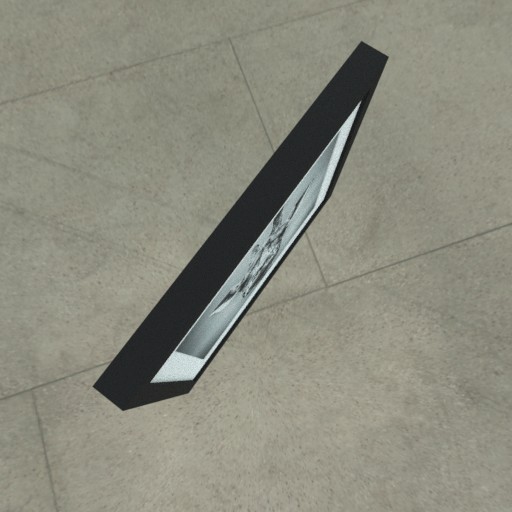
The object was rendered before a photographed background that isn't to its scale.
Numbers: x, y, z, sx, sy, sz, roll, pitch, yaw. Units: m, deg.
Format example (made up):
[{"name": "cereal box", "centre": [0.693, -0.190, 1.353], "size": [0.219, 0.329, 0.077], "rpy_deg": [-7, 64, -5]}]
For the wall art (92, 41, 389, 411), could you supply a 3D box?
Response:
[{"name": "wall art", "centre": [0.000, 0.000, 0.531], "size": [0.031, 0.330, 0.381], "rpy_deg": [35, 78, 9]}]
